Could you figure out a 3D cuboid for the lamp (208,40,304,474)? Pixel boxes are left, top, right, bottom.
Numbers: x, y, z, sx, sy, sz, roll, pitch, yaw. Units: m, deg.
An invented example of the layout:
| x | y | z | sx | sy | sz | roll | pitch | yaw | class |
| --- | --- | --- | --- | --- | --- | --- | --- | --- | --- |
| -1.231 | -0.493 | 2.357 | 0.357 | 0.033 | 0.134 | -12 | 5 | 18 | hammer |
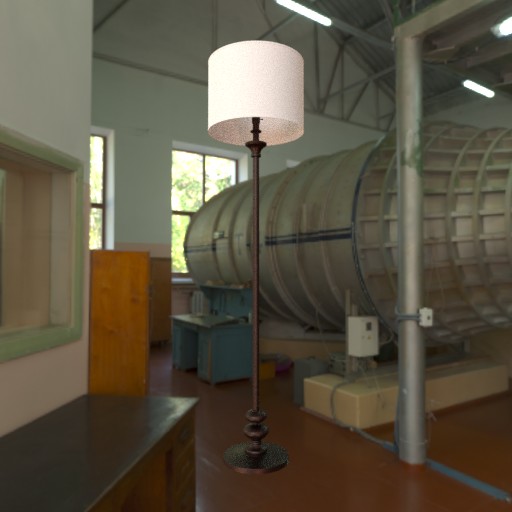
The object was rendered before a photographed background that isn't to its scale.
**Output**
| x | y | z | sx | sy | sz | roll | pitch | yaw | class |
| --- | --- | --- | --- | --- | --- | --- | --- | --- | --- |
| 0.000 | 0.000 | 1.643 | 0.356 | 1.487 | 0.356 | 0 | -2 | 1 | lamp |
